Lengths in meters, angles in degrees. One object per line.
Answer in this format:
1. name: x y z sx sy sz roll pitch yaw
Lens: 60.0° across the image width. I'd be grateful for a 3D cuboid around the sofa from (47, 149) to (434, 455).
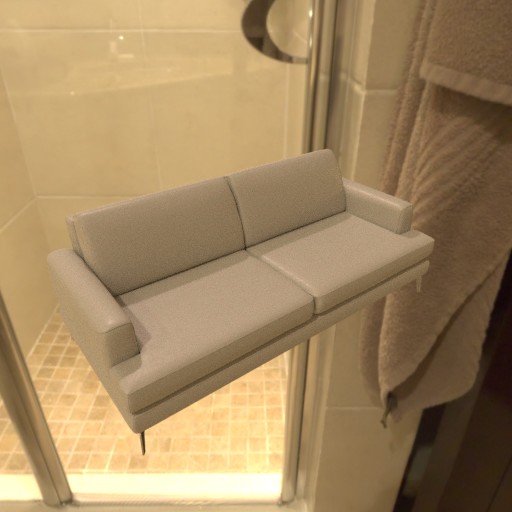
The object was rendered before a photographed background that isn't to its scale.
1. sofa: 0.000 0.000 2.413 1.940 0.765 0.974 -21 37 -32
